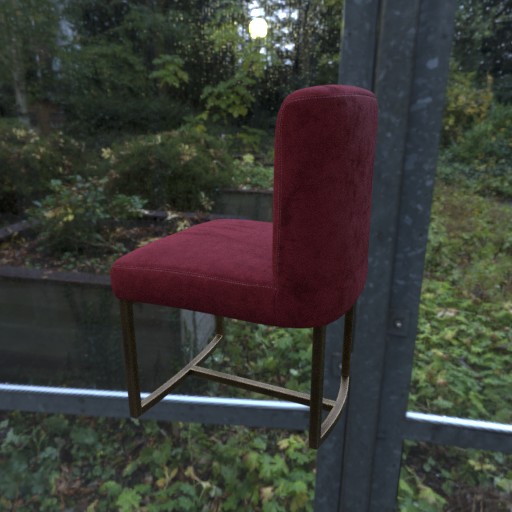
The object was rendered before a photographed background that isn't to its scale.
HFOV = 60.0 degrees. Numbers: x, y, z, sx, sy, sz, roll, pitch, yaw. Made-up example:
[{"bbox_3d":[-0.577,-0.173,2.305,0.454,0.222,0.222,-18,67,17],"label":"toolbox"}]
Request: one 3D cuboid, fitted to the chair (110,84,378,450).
[{"bbox_3d":[0.000,0.000,1.178,0.560,0.824,0.530,7,18,23],"label":"chair"}]
